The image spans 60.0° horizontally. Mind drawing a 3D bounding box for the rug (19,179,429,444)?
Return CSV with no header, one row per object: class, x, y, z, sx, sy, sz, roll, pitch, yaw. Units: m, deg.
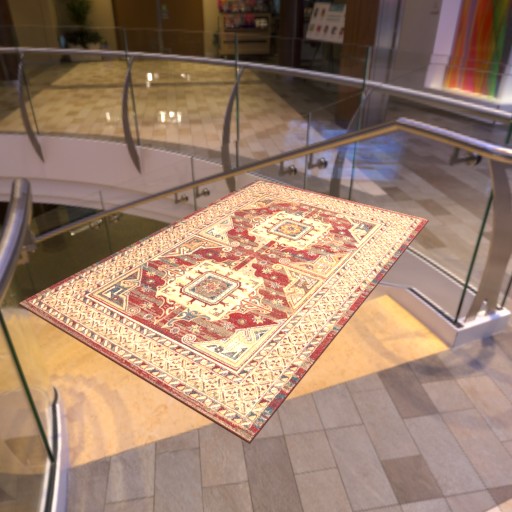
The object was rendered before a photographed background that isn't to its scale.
rug,0.000,0.000,5.646,3.033,0.033,4.578,19,35,29
